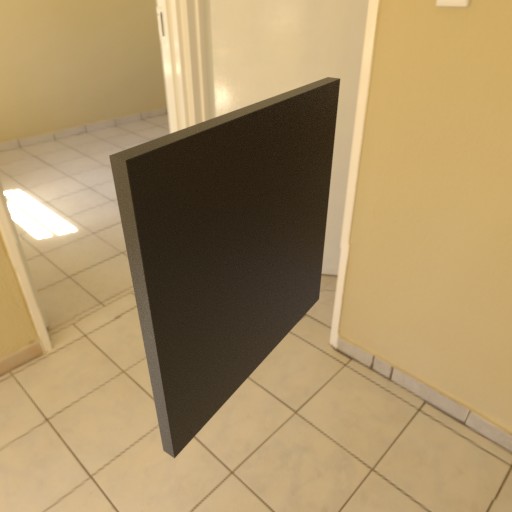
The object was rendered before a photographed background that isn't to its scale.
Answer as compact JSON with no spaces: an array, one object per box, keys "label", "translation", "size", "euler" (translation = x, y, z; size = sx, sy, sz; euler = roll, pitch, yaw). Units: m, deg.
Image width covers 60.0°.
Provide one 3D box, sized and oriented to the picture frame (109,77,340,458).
[{"label":"picture frame","translation":[0.000,0.000,0.847],"size":[0.029,0.557,0.559],"euler":[20,38,28]}]
